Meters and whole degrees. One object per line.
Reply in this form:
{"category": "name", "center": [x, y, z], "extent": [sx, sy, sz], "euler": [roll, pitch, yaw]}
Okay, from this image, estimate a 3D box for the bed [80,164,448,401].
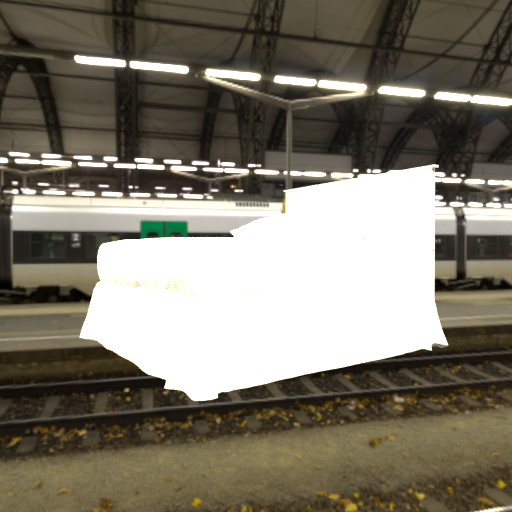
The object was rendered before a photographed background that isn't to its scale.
{"category": "bed", "center": [0.000, 0.000, 3.205], "extent": [2.047, 1.269, 1.876], "euler": [-1, 1, -36]}
